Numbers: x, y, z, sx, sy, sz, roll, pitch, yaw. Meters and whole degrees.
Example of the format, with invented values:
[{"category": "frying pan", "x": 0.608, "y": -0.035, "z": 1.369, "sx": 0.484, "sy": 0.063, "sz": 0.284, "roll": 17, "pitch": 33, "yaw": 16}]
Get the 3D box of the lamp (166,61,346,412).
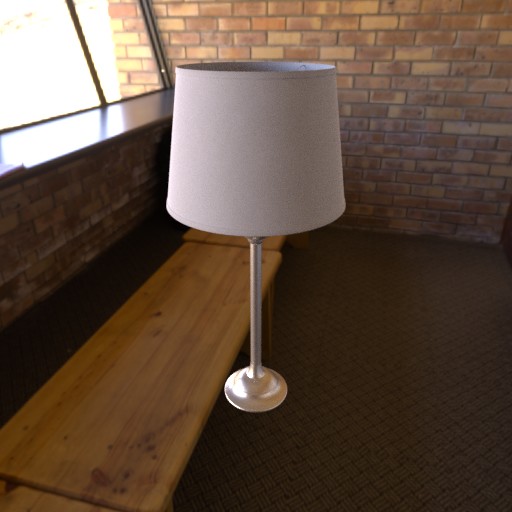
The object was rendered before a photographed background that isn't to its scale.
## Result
[{"category": "lamp", "x": 0.000, "y": 0.000, "z": 0.884, "sx": 0.331, "sy": 0.698, "sz": 0.331, "roll": 0, "pitch": 27, "yaw": 0}]
